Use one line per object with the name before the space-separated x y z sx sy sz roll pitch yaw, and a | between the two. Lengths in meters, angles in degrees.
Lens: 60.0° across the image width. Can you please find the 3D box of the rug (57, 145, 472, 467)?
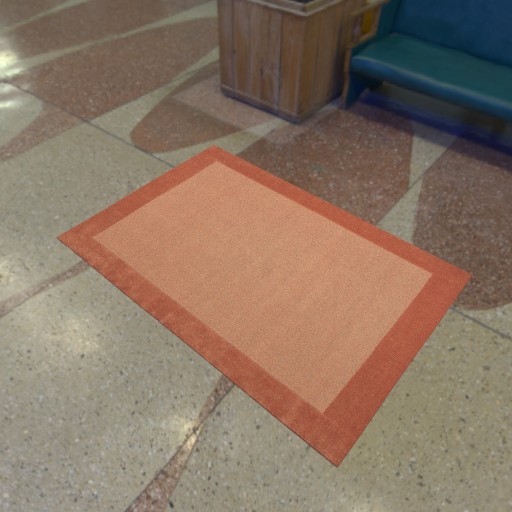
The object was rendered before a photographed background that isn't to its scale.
rug | 0.000 0.000 2.328 1.829 0.014 1.219 32 54 27
